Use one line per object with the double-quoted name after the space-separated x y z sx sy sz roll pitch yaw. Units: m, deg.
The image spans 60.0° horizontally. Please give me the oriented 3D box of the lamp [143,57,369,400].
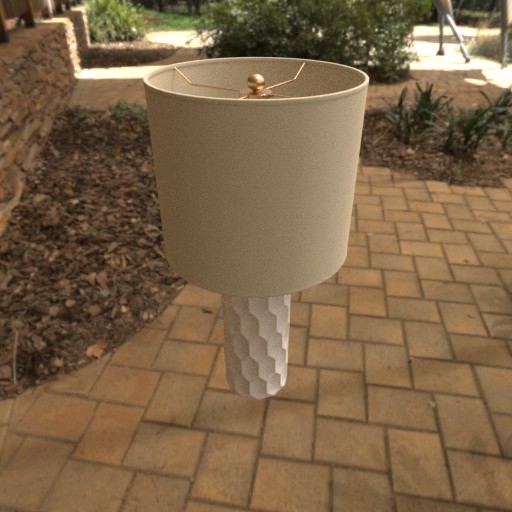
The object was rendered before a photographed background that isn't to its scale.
0.000 0.000 0.696 0.277 0.537 0.277 -11 34 -16 "lamp"
